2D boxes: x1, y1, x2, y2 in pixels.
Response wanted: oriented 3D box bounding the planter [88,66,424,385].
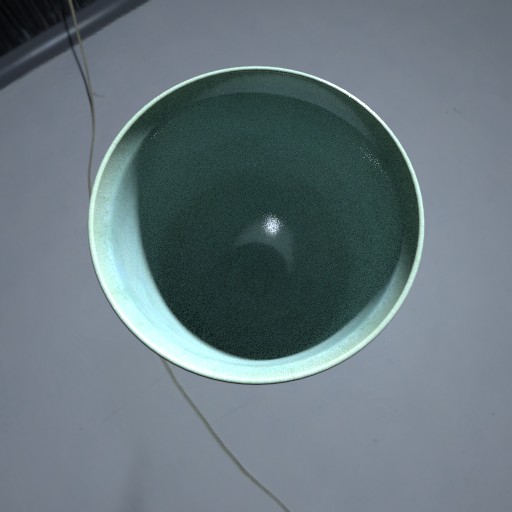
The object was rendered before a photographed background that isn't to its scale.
[{"bbox_3d":[0.000,0.000,0.364,0.198,0.214,0.198,0,75,0],"label":"planter"}]
